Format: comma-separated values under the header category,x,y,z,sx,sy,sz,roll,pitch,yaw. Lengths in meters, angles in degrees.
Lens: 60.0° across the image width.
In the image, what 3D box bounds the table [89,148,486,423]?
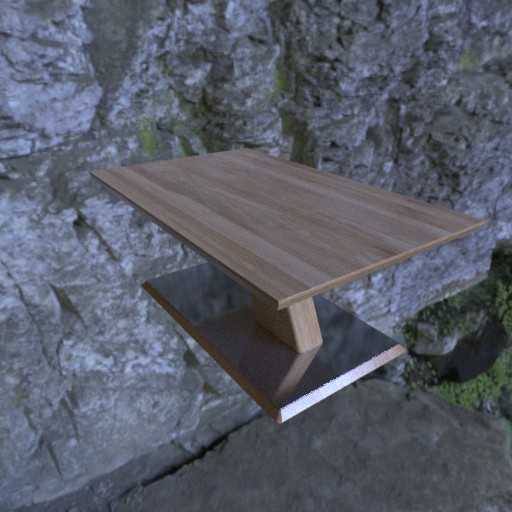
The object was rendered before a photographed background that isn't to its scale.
category,x,y,z,sx,sy,sz,roll,pitch,yaw
table,0.000,0.000,1.472,0.692,0.441,1.100,-17,31,-32
